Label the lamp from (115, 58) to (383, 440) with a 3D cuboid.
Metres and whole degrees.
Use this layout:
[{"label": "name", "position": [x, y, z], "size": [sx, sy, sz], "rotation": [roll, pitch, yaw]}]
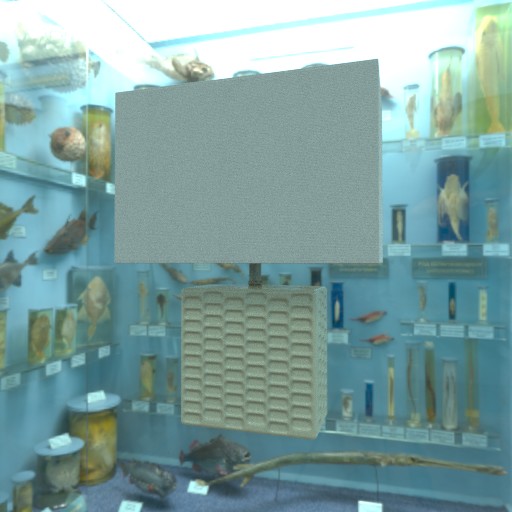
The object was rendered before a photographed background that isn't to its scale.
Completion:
[{"label": "lamp", "position": [0.000, 0.000, 0.699], "size": [0.380, 0.515, 0.200], "rotation": [0, -1, 17]}]
